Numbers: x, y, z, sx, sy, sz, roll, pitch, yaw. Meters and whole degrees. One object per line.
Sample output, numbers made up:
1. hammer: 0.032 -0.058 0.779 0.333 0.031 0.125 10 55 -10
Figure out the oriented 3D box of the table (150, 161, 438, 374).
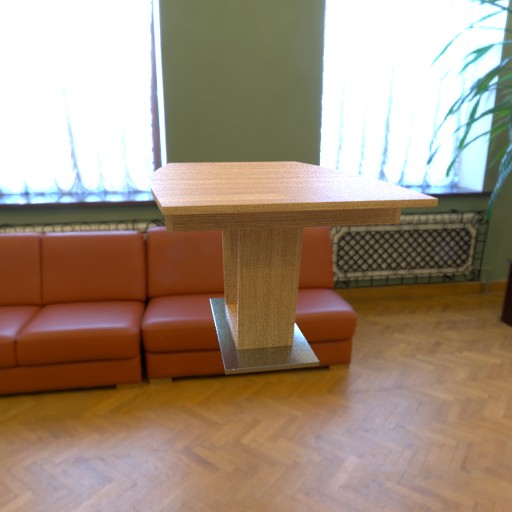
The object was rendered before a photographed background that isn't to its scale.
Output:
1. table: 0.000 0.000 2.059 0.900 0.748 1.598 -3 16 -10
